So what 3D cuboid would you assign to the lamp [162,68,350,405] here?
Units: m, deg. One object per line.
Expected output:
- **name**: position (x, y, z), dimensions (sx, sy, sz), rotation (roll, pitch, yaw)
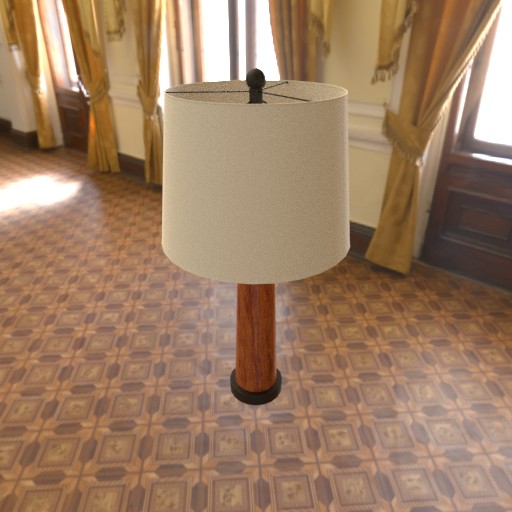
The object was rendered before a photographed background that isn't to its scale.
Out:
- **lamp**: position (0.000, 0.000, 0.852), dimensions (0.349, 0.667, 0.349), rotation (0, 28, 0)
